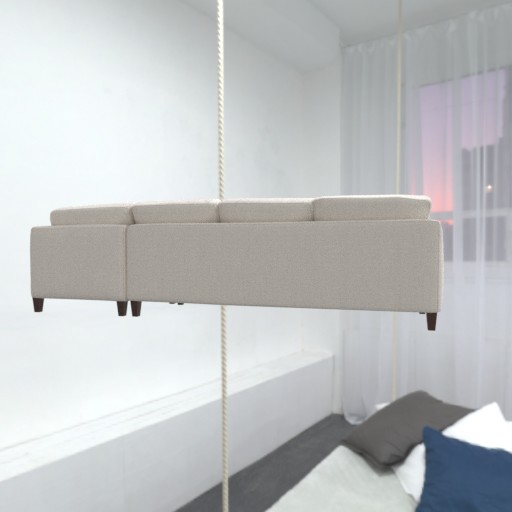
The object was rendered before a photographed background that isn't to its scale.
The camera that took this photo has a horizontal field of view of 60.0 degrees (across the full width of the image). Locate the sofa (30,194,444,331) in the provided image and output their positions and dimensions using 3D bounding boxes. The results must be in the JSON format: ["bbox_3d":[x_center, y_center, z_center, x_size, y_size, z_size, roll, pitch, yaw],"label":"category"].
[{"bbox_3d":[0.000,0.000,4.525,3.302,0.947,2.593,0,1,16],"label":"sofa"}]
